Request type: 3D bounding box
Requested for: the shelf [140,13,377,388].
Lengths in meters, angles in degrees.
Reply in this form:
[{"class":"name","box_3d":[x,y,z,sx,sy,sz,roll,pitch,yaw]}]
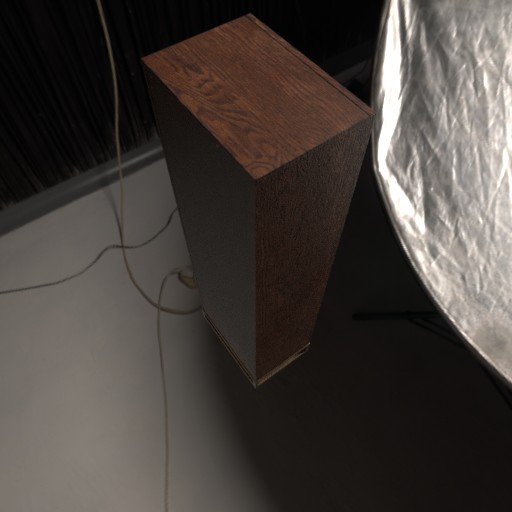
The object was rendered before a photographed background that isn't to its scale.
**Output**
[{"class":"shelf","box_3d":[0.000,0.000,1.890,0.395,1.732,0.539,-32,64,-18]}]
